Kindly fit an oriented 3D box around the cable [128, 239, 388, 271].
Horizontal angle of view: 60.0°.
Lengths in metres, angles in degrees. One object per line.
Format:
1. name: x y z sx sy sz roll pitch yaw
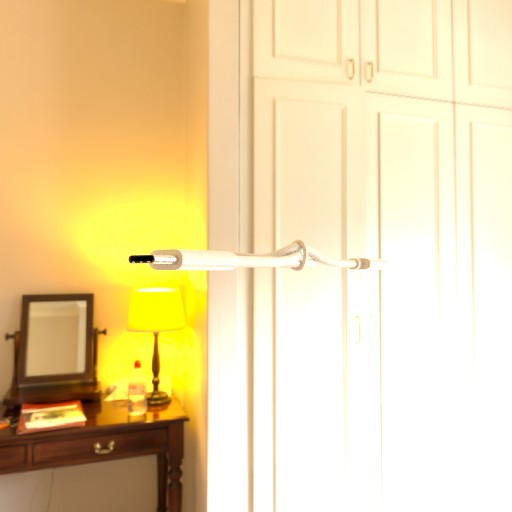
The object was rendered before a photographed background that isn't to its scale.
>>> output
1. cable: 0.000 0.000 0.213 0.070 0.014 0.186 -1 -2 35
